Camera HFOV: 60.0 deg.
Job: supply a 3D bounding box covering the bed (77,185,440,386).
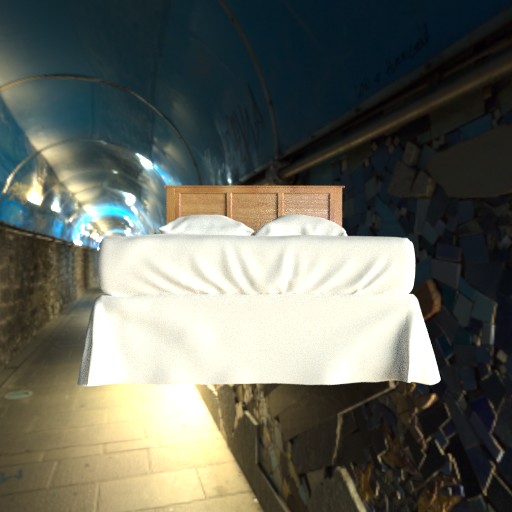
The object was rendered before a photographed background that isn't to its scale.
[{"bbox_3d":[0.000,0.000,3.097,1.870,1.273,2.035,0,0,-1],"label":"bed"}]
